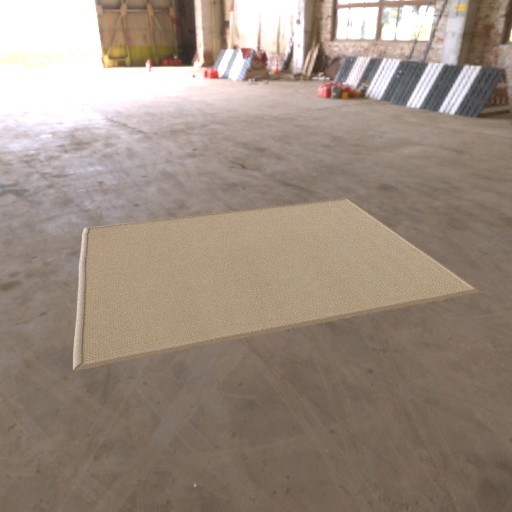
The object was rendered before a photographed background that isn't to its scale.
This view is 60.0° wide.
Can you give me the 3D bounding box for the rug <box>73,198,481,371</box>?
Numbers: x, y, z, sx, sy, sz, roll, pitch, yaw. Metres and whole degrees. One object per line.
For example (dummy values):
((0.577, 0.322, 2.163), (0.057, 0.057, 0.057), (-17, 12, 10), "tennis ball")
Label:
((0.000, 0.000, 2.745), (2.081, 0.020, 1.525), (-8, 28, -15), "rug")
